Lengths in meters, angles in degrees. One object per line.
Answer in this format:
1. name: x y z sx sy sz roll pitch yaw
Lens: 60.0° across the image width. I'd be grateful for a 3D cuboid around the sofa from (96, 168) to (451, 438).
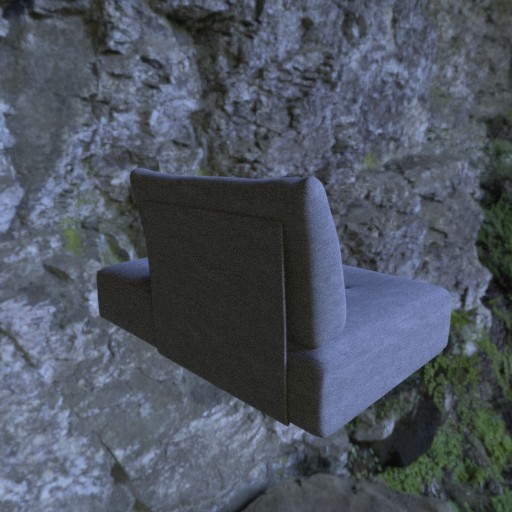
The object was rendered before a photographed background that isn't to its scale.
1. sofa: 0.000 0.000 2.038 1.450 0.820 1.002 13 19 43
